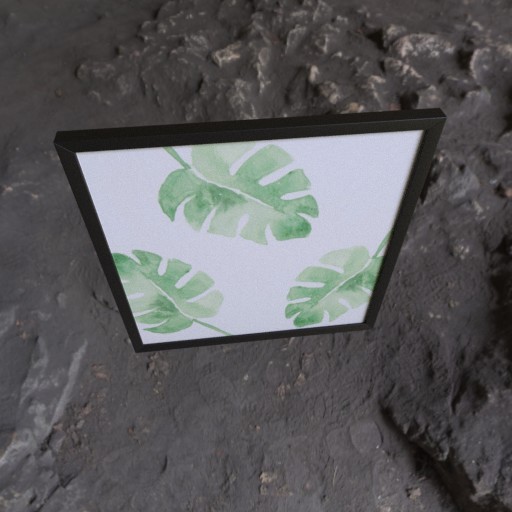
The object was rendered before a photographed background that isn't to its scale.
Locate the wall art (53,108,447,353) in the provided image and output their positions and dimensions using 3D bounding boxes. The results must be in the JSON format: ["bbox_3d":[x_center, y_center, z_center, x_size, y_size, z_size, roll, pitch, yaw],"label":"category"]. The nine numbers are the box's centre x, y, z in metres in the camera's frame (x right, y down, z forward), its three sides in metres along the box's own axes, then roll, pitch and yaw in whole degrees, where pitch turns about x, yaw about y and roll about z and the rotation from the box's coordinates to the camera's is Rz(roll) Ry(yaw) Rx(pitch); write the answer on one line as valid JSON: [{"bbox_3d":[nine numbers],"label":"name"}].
[{"bbox_3d":[0.000,0.000,1.149,0.765,0.765,0.038,-5,48,-4],"label":"wall art"}]
